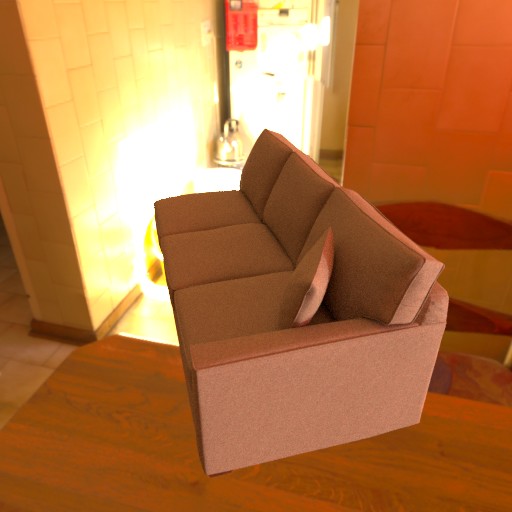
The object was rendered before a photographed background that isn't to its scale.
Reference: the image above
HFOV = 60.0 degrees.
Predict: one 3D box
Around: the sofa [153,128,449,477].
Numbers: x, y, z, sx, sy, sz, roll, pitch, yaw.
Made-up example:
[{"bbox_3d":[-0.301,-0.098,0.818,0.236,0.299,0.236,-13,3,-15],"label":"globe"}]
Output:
[{"bbox_3d":[0.000,0.000,2.505,1.034,0.946,1.963,-8,31,-13],"label":"sofa"}]
